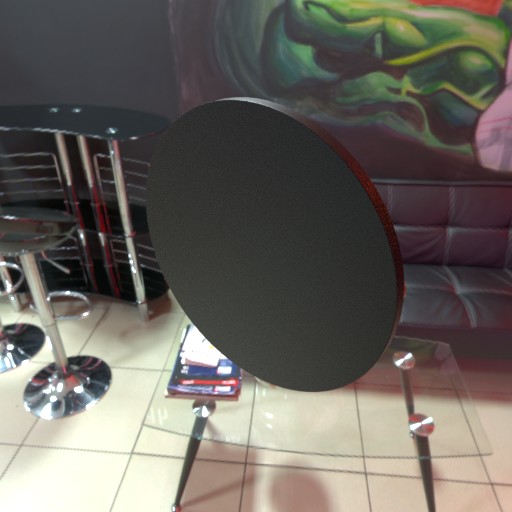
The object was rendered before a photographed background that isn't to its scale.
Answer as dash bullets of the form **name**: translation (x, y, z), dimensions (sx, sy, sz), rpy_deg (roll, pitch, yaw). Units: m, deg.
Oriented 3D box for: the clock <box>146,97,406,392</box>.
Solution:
- **clock**: translation (0.000, 0.000, 0.666), dimensions (0.454, 0.454, 0.038), rpy_deg (21, 36, 32)
